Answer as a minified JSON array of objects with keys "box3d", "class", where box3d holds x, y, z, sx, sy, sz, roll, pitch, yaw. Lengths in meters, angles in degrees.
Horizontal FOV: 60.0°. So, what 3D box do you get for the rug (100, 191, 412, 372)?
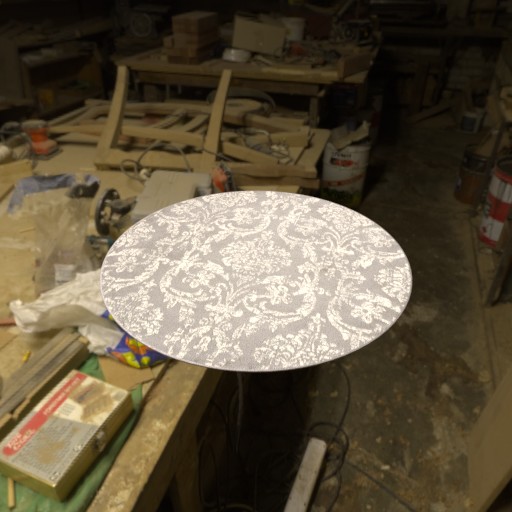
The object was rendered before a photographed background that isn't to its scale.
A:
[{"box3d":[0.000,0.000,2.351,1.593,0.012,1.593,0,34,0],"class":"rug"}]
